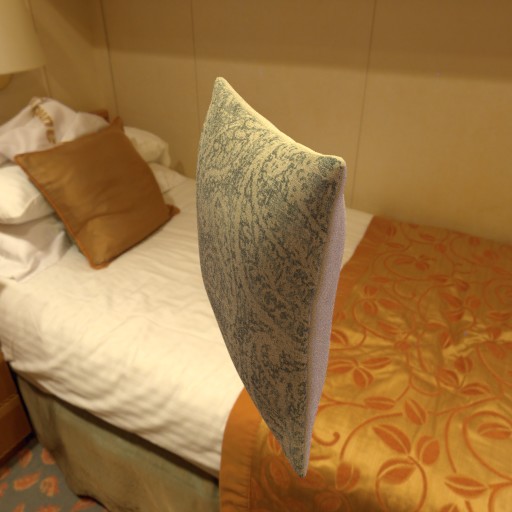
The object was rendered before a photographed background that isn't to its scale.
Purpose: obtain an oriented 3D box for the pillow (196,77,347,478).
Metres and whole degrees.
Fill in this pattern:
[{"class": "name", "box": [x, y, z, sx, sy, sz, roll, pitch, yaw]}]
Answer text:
[{"class": "pillow", "box": [0.000, 0.000, 0.769, 0.166, 0.510, 0.523, -9, 32, -15]}]
